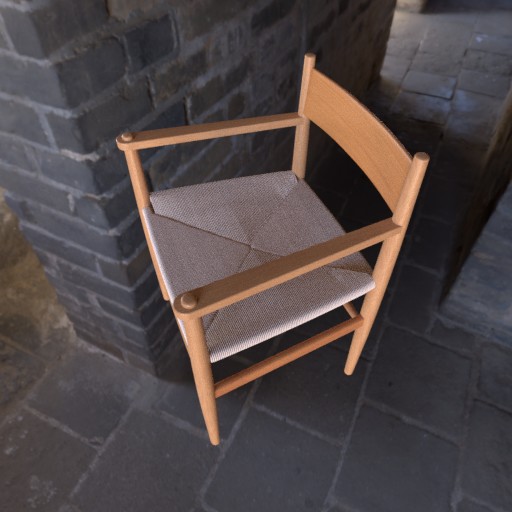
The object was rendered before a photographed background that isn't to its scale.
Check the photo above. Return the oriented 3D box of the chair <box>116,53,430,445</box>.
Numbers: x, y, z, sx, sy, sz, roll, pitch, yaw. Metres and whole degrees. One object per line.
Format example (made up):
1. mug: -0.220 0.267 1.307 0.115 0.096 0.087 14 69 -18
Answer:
1. chair: 0.000 0.000 1.114 0.495 0.762 0.556 -17 50 -15
